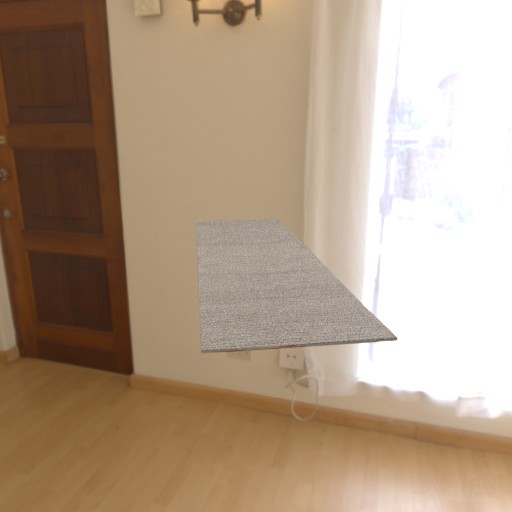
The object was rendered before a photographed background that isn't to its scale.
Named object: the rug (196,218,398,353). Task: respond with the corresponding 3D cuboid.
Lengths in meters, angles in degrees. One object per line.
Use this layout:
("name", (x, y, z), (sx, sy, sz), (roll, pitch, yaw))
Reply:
("rug", (0.000, 0.000, 2.620), (0.692, 0.032, 2.320), (-2, 15, -8))
